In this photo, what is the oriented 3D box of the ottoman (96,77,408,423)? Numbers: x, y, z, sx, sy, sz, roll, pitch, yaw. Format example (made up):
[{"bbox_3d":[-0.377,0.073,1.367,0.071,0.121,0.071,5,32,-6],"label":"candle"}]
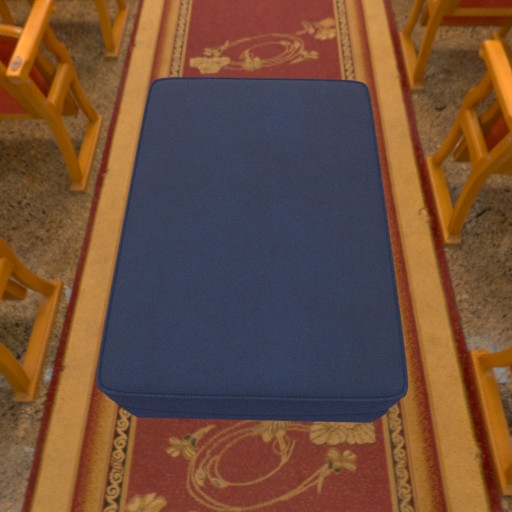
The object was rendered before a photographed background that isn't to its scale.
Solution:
[{"bbox_3d":[0.000,0.000,1.366,0.686,0.584,0.965,1,63,1],"label":"ottoman"}]
